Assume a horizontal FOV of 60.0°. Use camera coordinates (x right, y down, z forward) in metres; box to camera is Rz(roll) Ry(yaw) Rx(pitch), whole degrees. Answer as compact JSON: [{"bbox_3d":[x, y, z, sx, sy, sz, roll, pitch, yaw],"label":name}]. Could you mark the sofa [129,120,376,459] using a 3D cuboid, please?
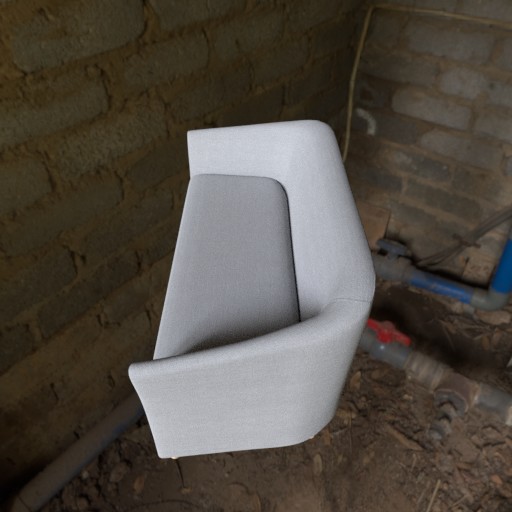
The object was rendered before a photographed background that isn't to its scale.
[{"bbox_3d":[0.000,0.000,1.860,0.705,0.721,1.452,0,41,0],"label":"sofa"}]
